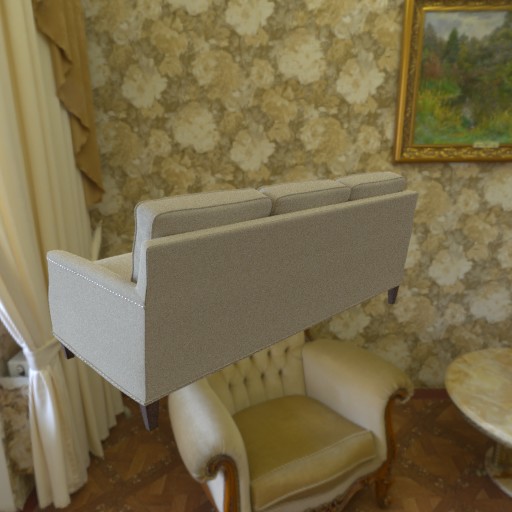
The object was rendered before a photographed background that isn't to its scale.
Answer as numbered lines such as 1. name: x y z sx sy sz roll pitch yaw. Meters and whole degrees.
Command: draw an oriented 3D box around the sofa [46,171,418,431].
1. sofa: 0.000 0.000 2.826 2.246 1.003 1.084 -15 22 -42
